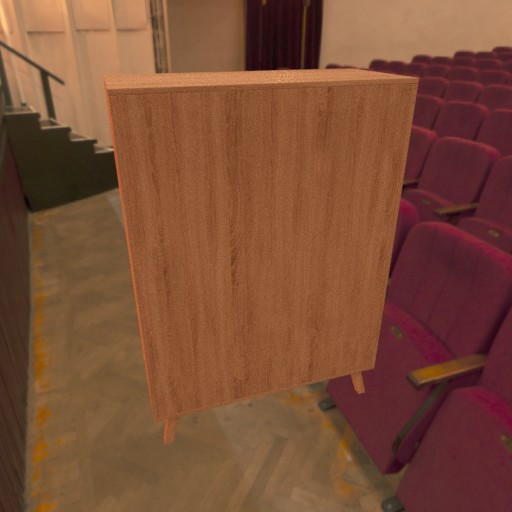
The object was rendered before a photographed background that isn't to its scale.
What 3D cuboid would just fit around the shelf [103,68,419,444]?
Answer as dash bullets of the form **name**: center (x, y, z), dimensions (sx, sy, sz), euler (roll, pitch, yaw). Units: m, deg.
- **shelf**: center (0.000, 0.000, 1.844), dimensions (1.000, 1.390, 0.450), euler (-9, 28, -16)
